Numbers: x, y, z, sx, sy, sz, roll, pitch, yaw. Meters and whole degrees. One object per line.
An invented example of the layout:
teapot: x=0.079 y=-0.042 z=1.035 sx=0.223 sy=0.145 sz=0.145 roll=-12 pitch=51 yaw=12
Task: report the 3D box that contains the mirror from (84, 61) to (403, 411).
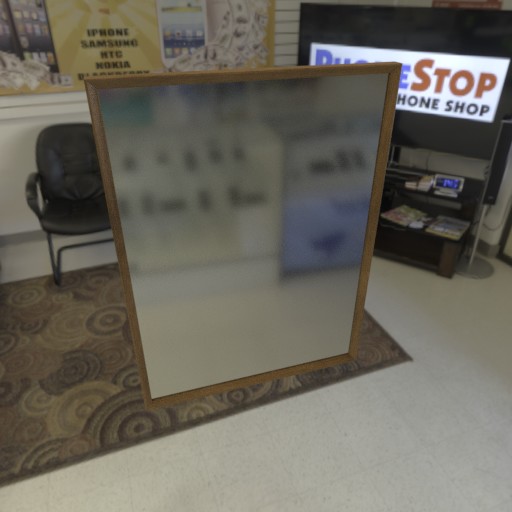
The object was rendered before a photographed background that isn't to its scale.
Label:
mirror: x=0.000 y=0.000 z=1.294 sx=0.762 sy=1.016 sz=0.041 roll=-9 pitch=32 yaw=-15
